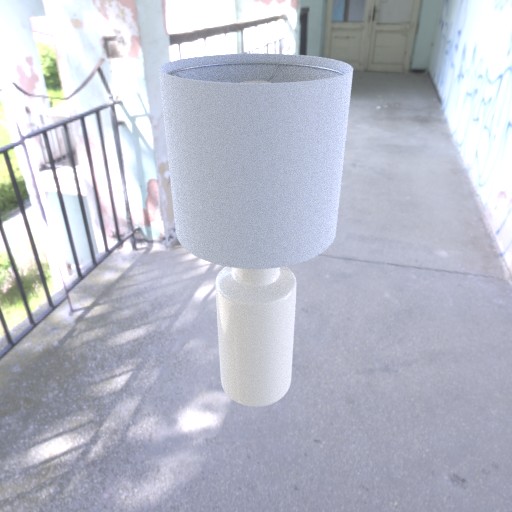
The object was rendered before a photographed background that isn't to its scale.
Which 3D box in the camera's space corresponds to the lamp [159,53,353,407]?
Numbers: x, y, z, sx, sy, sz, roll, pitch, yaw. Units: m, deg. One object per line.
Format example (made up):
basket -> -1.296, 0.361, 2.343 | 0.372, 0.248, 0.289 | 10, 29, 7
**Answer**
lamp -> 0.000, 0.000, 0.618 | 0.212, 0.493, 0.212 | 9, 32, 14
